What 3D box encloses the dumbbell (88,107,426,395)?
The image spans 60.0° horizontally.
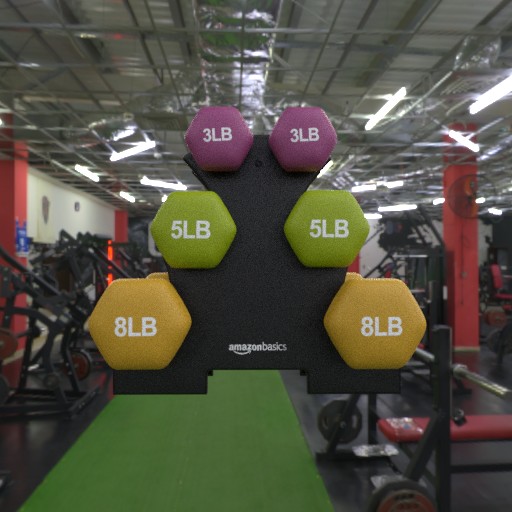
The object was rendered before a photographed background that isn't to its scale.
[{"bbox_3d":[0.000,0.000,0.471,0.300,0.271,0.190,0,0,-1],"label":"dumbbell"}]
